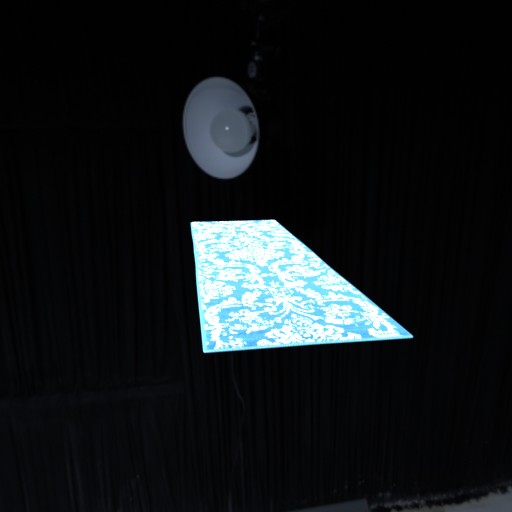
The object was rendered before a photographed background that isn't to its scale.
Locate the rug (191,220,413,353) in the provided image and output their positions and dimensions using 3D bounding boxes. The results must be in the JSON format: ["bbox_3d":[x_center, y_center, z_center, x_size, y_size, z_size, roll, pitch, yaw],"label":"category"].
[{"bbox_3d":[0.000,0.000,2.400,0.662,0.011,2.196,-2,15,-9],"label":"rug"}]
